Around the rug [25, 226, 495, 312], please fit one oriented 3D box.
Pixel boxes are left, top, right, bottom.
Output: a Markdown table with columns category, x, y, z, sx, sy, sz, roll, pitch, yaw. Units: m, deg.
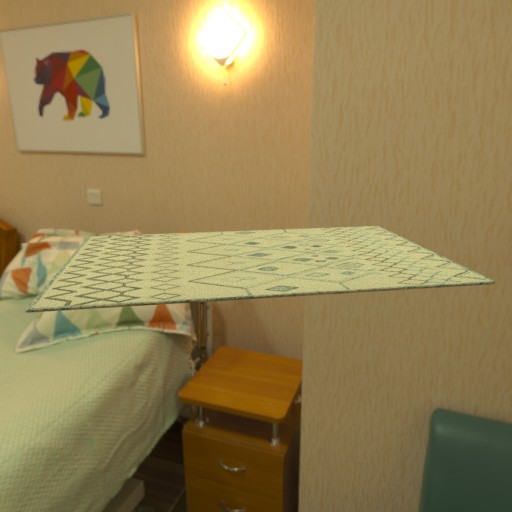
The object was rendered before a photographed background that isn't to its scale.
| category | x | y | z | sx | sy | sz | roll | pitch | yaw |
| --- | --- | --- | --- | --- | --- | --- | --- | --- | --- |
| rug | 0.000 | 0.000 | 2.978 | 2.439 | 0.015 | 1.524 | -3 | 16 | -9 |
